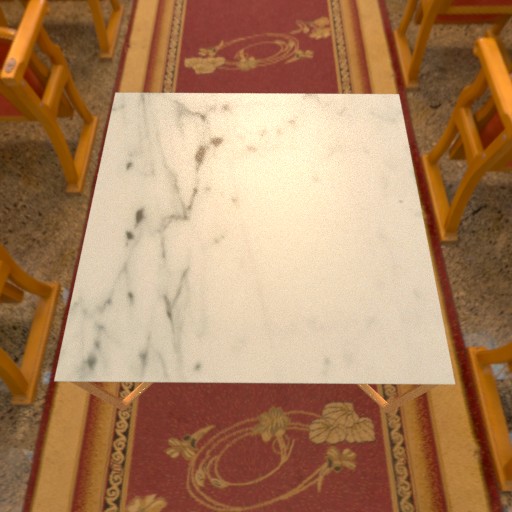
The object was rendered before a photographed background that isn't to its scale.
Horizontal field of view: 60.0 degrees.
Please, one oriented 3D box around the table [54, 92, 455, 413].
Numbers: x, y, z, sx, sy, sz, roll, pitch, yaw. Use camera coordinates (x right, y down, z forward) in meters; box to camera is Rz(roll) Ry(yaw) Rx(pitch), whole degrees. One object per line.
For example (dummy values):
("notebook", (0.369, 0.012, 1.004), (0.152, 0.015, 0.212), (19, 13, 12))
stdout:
("table", (0.000, 0.000, 1.266), (0.800, 0.450, 0.800), (0, 63, 0))
